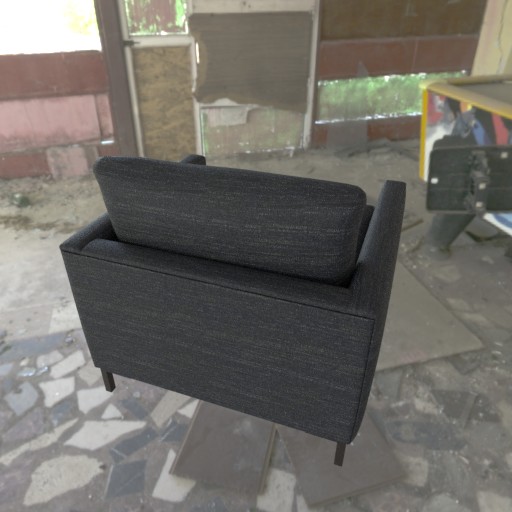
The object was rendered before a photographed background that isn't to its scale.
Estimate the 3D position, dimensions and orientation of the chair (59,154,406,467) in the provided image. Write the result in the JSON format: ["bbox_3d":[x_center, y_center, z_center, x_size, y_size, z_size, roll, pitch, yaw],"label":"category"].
[{"bbox_3d":[0.000,0.000,1.607,0.963,0.861,0.866,11,34,17],"label":"chair"}]
